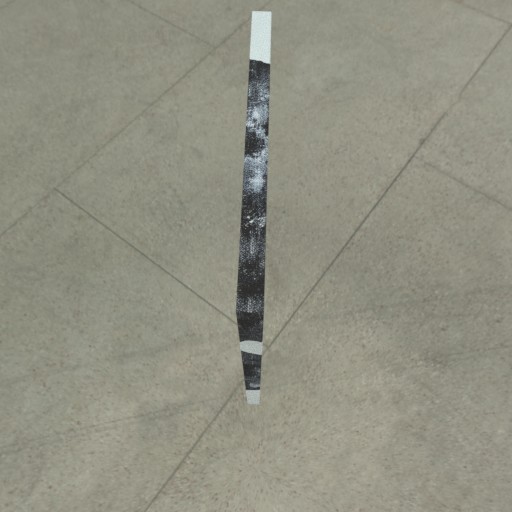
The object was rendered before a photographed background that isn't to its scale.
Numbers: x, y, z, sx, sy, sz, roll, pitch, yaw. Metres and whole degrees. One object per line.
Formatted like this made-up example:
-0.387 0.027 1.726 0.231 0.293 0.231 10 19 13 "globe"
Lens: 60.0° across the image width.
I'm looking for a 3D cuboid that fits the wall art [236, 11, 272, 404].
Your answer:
0.000 0.000 1.136 0.041 0.915 0.610 2 64 1 "wall art"
